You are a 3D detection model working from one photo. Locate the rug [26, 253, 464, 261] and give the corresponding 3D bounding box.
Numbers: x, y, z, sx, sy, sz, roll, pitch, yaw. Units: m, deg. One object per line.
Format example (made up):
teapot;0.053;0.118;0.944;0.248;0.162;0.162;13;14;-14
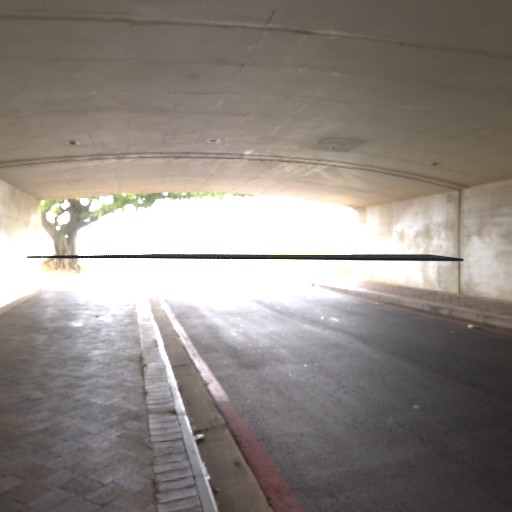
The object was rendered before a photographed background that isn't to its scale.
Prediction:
rug;0.000;0.000;2.336;1.829;0.010;1.219;0;1;17
